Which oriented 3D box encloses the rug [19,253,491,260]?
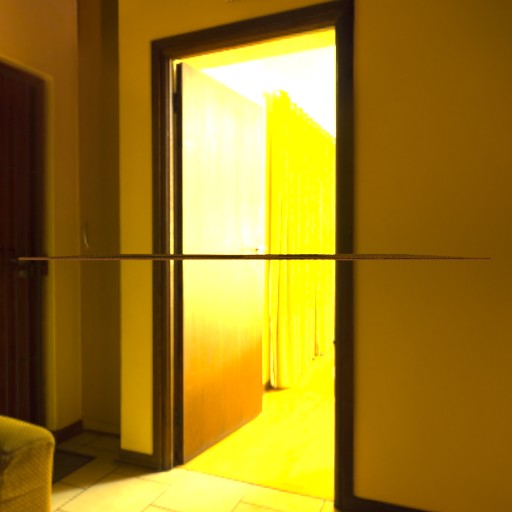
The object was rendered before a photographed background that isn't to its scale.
[{"bbox_3d":[0.000,0.000,3.030,2.436,0.015,1.521,0,1,2],"label":"rug"}]
